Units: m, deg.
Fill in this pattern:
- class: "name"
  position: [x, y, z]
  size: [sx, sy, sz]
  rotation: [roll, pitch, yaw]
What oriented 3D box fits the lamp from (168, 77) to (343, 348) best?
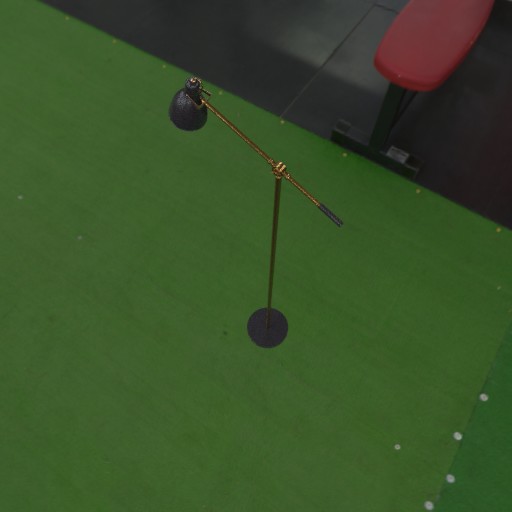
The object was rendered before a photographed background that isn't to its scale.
- class: "lamp"
  position: [0.000, 0.000, 1.849]
  size: [0.618, 1.628, 0.235]
  rotation: [33, 67, 16]
